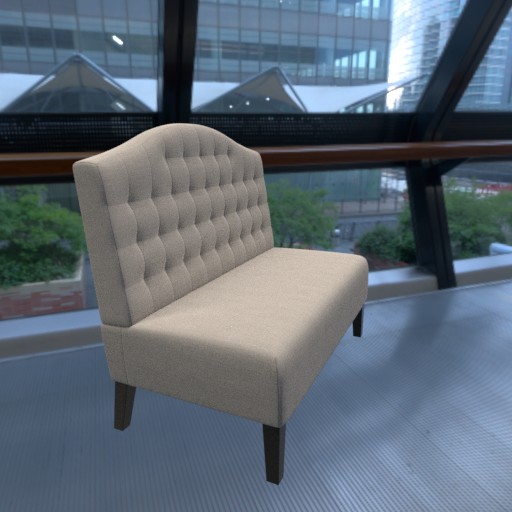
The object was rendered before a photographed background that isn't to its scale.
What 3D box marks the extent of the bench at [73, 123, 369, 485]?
[{"bbox_3d":[0.000,0.000,2.046,0.815,1.180,1.335,7,16,24],"label":"bench"}]
